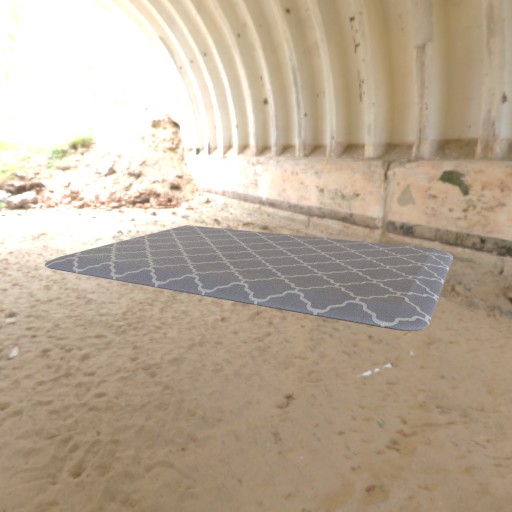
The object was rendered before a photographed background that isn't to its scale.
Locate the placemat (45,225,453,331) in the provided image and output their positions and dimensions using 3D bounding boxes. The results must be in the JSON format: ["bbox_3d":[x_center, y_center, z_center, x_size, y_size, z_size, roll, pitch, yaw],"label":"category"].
[{"bbox_3d":[0.000,0.000,0.966,0.762,0.021,0.508,7,15,26],"label":"placemat"}]
